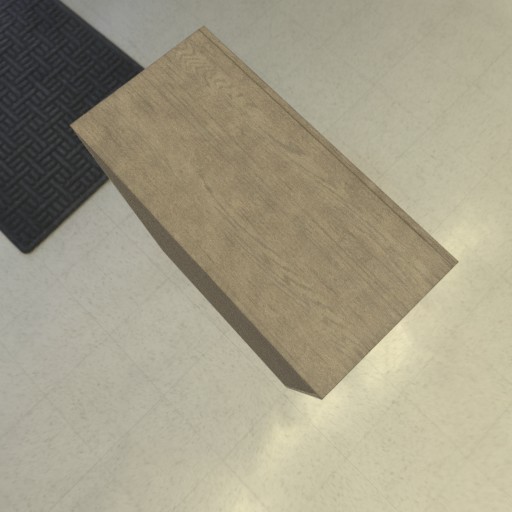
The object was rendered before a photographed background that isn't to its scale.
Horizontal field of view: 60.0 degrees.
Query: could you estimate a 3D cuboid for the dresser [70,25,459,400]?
[{"bbox_3d":[0.000,0.000,1.774,0.483,1.295,0.967,-42,79,-10],"label":"dresser"}]
